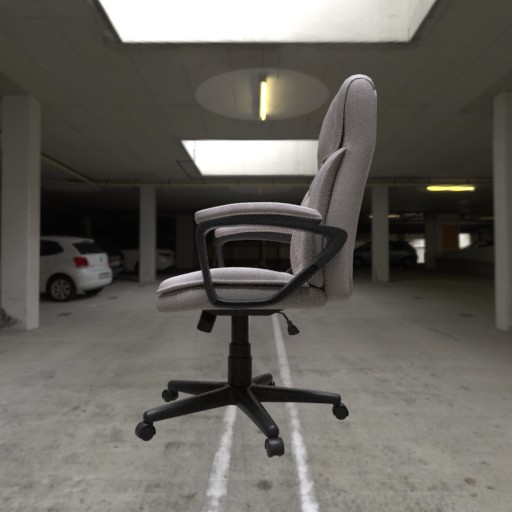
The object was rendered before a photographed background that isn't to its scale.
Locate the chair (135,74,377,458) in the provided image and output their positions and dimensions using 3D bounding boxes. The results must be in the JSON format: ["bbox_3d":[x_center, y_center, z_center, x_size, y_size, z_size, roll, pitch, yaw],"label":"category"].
[{"bbox_3d":[0.000,0.000,1.522,0.724,1.105,0.667,0,-2,0],"label":"chair"}]
